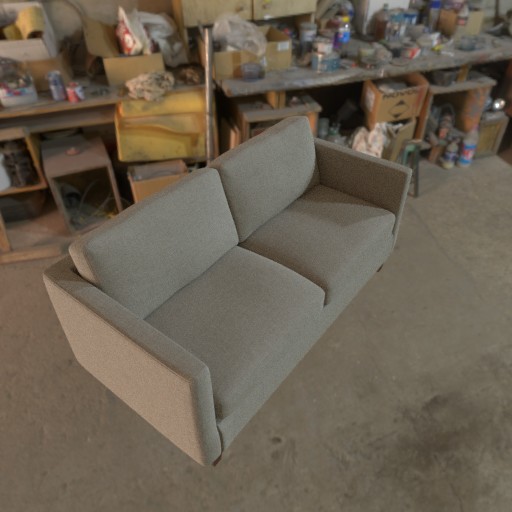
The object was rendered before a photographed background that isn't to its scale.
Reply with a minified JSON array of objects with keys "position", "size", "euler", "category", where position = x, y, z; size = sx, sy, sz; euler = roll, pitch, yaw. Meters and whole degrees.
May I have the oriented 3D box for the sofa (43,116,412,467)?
[{"position":[0.000,0.000,2.435],"size":[0.951,0.947,1.884],"euler":[27,47,28],"category":"sofa"}]
